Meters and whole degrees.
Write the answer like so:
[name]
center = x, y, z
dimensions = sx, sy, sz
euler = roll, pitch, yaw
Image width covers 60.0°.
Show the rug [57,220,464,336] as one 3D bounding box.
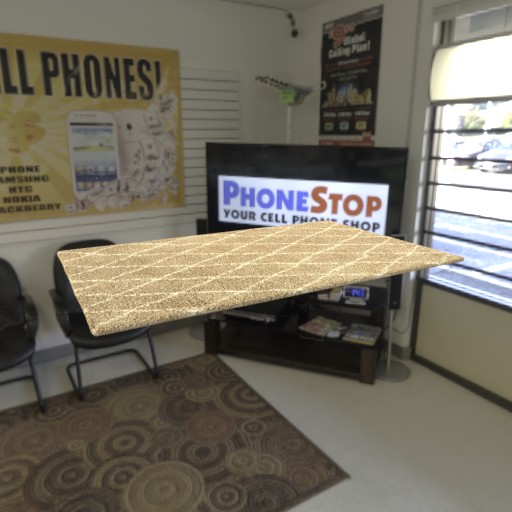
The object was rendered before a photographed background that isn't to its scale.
[rug]
center = 0.000, 0.000, 3.113
dimensions = 2.438, 0.030, 1.524
euler = -8, 18, -28
